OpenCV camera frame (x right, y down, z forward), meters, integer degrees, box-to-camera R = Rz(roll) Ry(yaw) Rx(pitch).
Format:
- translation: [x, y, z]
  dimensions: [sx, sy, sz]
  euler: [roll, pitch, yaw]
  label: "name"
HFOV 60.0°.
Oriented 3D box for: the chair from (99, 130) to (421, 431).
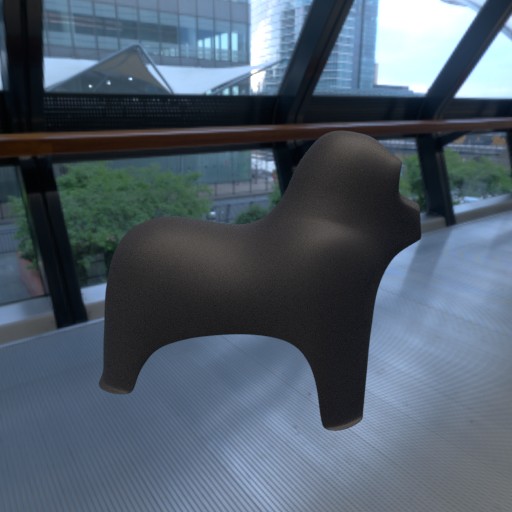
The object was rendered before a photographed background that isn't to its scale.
- translation: [0.000, 0.000, 1.100]
  dimensions: [0.758, 0.600, 0.490]
  euler: [3, 17, 9]
  label: "chair"
